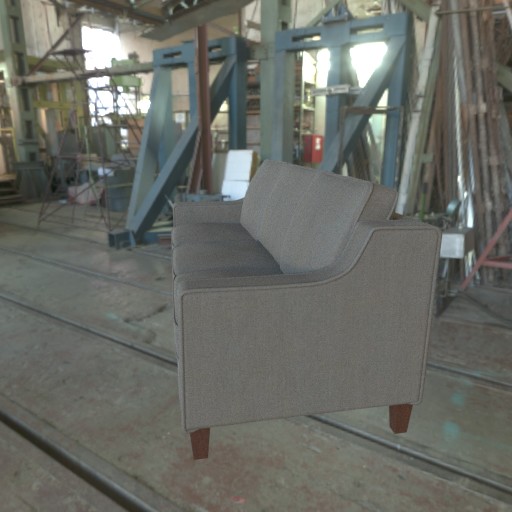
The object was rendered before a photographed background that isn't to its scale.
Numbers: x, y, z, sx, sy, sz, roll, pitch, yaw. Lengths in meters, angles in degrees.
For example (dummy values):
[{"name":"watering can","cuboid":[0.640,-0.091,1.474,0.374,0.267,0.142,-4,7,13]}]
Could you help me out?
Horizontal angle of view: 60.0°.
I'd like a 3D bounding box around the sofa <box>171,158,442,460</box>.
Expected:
[{"name":"sofa","cuboid":[0.000,0.000,2.437,0.911,0.974,1.986,-3,15,-10]}]
